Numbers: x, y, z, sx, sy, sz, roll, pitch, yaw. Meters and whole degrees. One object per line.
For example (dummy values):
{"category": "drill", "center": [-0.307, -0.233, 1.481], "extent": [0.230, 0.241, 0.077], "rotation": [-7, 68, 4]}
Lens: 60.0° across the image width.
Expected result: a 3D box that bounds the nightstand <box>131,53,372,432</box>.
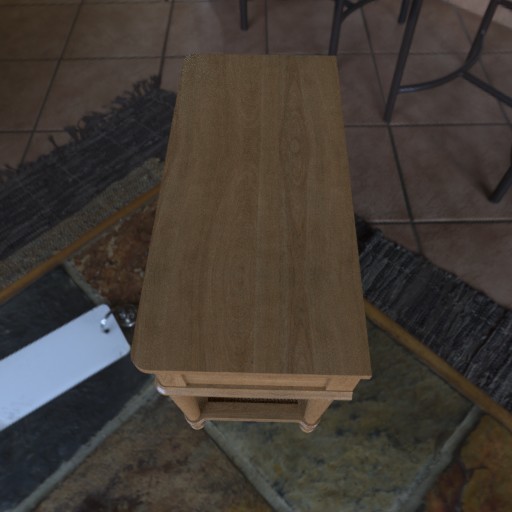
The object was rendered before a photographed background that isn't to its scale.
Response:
{"category": "nightstand", "center": [0.000, 0.000, 1.318], "extent": [0.432, 0.700, 0.914], "rotation": [1, 58, 1]}
